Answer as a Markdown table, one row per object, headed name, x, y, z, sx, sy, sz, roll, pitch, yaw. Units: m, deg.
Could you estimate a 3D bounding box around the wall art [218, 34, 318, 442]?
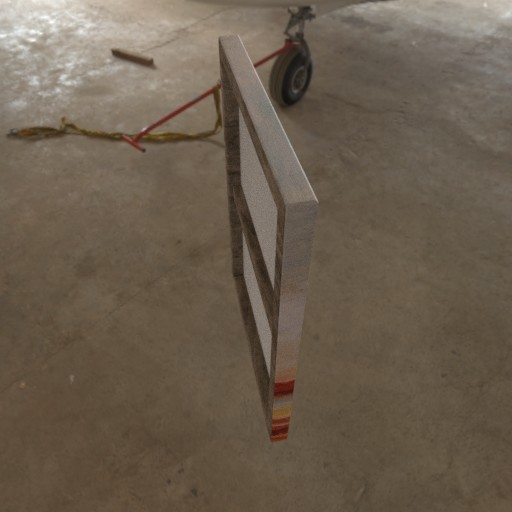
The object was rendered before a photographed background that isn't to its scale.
| name | x | y | z | sx | sy | sz | roll | pitch | yaw |
| --- | --- | --- | --- | --- | --- | --- | --- | --- | --- |
| wall art | 0.000 | 0.000 | 0.802 | 0.035 | 0.605 | 0.443 | -9 | 47 | -8 |
